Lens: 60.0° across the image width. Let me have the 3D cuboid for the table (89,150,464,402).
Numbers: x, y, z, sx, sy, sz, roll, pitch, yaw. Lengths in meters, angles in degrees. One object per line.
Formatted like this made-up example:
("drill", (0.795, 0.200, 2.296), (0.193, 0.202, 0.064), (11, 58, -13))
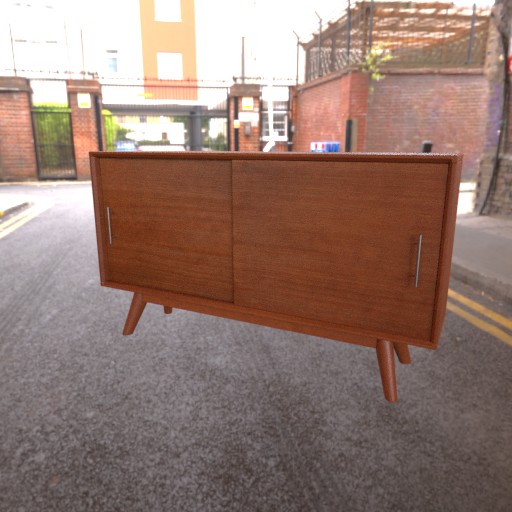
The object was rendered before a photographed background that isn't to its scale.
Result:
("table", (0.000, 0.000, 1.529), (1.220, 0.698, 0.308), (7, 16, 26))
